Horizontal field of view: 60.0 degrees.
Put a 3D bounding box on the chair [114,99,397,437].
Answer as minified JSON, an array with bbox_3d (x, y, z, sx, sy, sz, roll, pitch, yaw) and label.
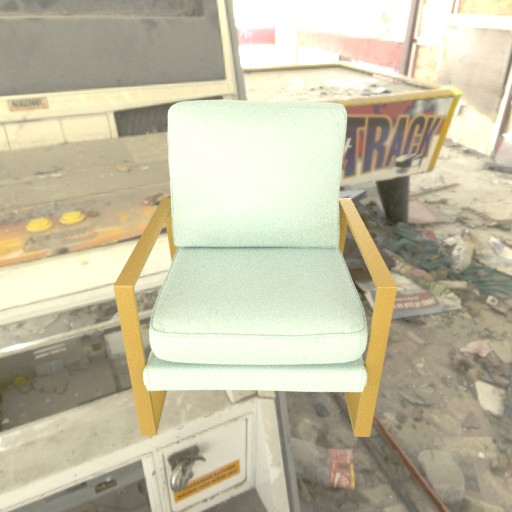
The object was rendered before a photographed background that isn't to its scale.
[{"bbox_3d":[0.000,0.000,1.545,0.758,0.956,0.813,0,30,0],"label":"chair"}]
